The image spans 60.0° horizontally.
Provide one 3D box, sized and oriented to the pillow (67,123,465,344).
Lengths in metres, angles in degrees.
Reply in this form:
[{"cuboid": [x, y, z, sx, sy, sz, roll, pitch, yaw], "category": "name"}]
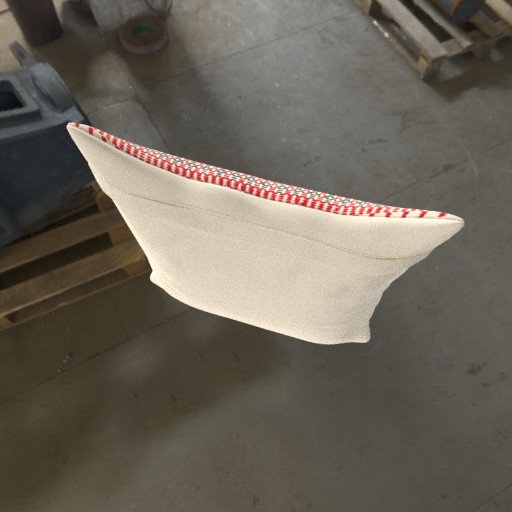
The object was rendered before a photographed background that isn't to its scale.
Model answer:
[{"cuboid": [0.000, 0.000, 0.698, 0.463, 0.454, 0.160, 15, 64, 7], "category": "pillow"}]
